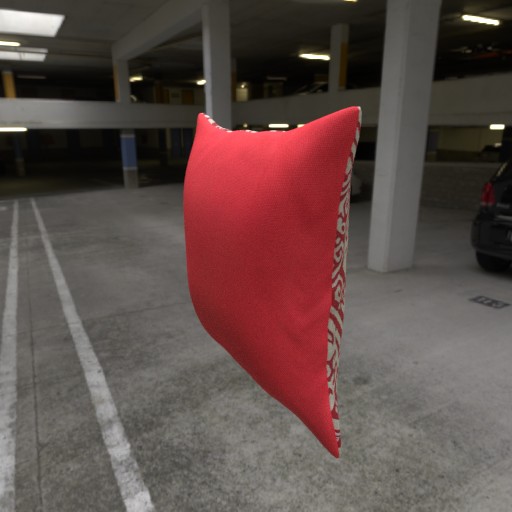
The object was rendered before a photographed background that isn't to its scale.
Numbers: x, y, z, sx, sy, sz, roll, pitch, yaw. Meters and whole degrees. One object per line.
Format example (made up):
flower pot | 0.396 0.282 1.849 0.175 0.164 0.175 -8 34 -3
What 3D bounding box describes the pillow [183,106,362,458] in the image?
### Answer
pillow | 0.000 0.000 0.810 0.192 0.507 0.522 -9 19 -27
